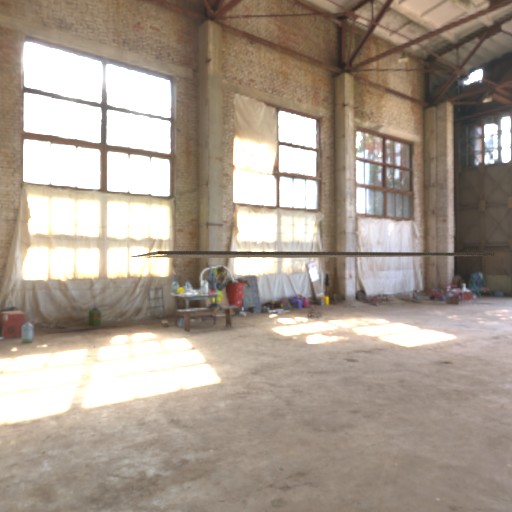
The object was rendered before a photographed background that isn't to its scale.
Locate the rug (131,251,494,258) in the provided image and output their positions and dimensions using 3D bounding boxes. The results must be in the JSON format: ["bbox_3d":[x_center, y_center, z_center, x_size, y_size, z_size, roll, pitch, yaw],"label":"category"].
[{"bbox_3d":[0.000,0.000,2.967,1.524,0.014,2.438,0,-1,-18],"label":"rug"}]
